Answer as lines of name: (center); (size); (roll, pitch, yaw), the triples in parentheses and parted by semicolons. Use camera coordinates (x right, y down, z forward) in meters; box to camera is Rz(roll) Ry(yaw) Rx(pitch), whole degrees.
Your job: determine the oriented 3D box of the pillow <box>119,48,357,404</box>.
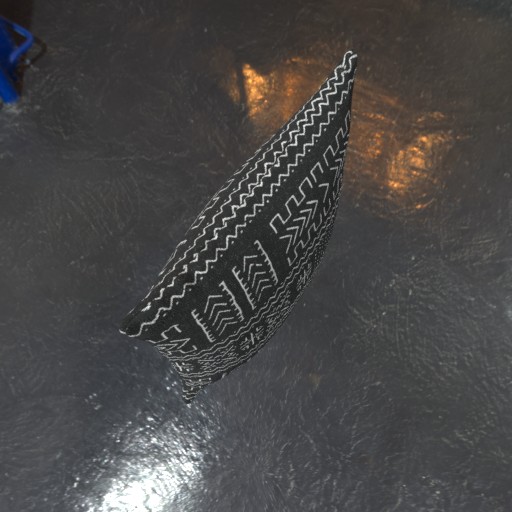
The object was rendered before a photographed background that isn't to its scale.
pillow: (0.000, 0.000, 0.657); (0.164, 0.430, 0.438); (31, 68, 14)
